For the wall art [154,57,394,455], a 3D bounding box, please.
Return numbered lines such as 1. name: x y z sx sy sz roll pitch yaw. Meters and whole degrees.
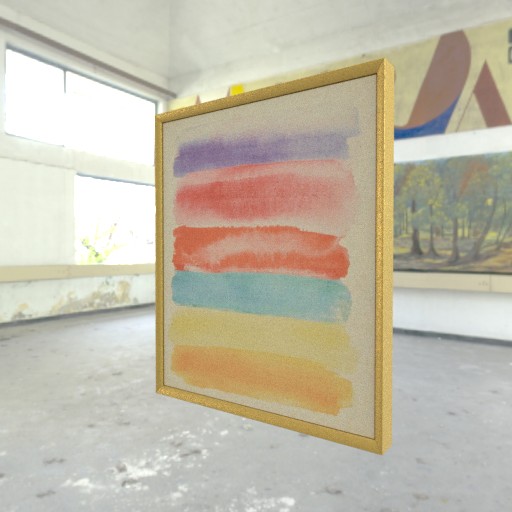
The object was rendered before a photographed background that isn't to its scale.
1. wall art: 0.000 0.000 0.888 0.537 0.642 0.048 1 1 35
